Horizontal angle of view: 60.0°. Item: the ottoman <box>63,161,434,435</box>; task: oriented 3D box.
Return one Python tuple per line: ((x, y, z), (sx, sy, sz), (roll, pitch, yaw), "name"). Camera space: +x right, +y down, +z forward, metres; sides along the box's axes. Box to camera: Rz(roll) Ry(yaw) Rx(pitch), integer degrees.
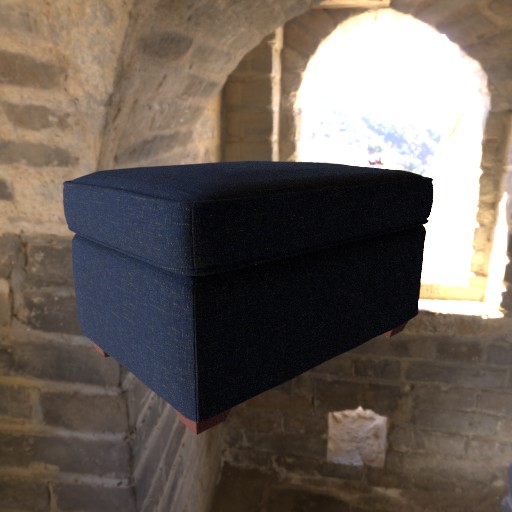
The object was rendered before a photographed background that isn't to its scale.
((0.000, 0.000, 1.082), (0.749, 0.450, 0.549), (-12, 19, -40), "ottoman")
